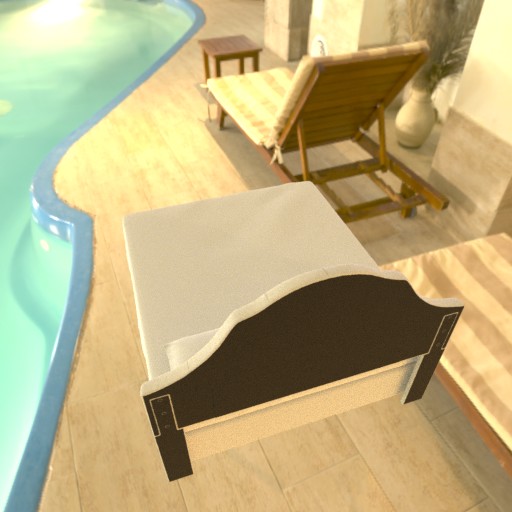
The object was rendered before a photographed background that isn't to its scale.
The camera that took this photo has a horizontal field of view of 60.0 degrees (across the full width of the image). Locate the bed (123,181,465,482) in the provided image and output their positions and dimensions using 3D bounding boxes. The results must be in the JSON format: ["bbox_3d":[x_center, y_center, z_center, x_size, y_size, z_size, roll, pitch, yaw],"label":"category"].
[{"bbox_3d":[0.000,0.000,3.419,2.008,1.615,2.214,-12,43,-14],"label":"bed"}]
